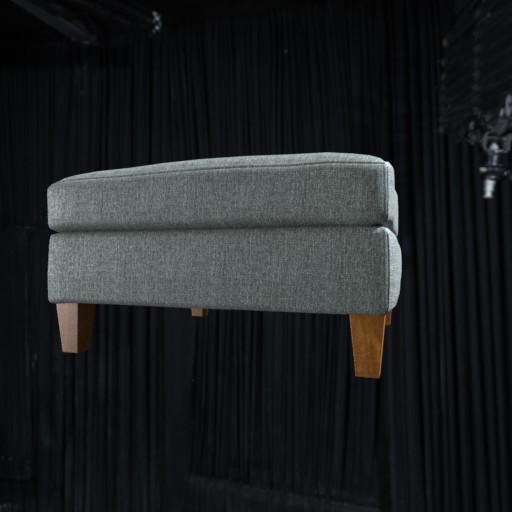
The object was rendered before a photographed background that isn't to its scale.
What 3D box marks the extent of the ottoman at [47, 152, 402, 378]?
[{"bbox_3d":[0.000,0.000,1.347,0.838,0.481,0.838,0,0,18],"label":"ottoman"}]
